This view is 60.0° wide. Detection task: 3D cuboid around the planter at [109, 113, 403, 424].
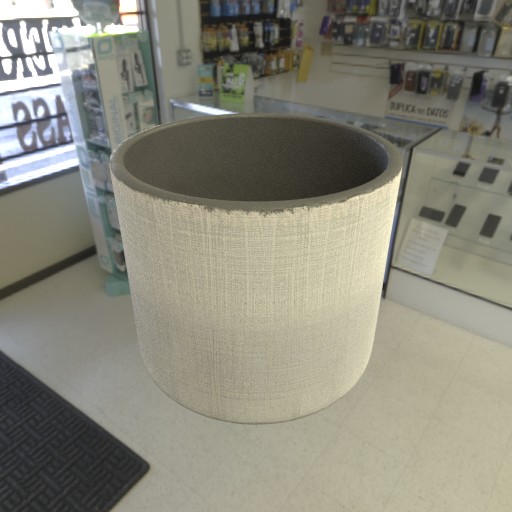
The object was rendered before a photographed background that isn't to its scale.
[{"bbox_3d":[0.000,0.000,0.399,0.226,0.201,0.226,0,31,0],"label":"planter"}]
